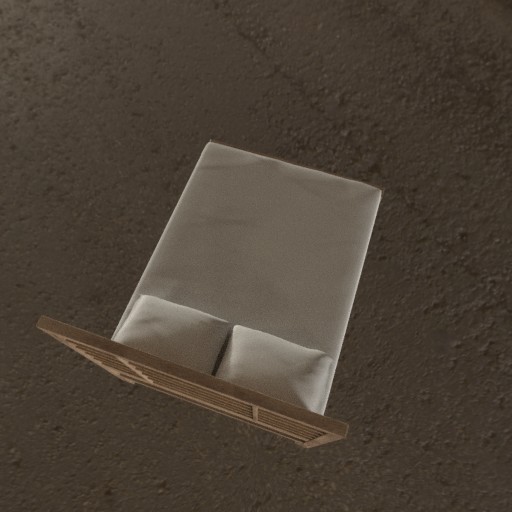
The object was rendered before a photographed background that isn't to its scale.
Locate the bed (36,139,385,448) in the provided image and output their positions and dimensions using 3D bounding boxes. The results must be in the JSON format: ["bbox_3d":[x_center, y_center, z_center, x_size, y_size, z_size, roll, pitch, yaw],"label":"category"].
[{"bbox_3d":[0.000,0.000,3.318,1.626,1.626,2.197,17,66,8],"label":"bed"}]
